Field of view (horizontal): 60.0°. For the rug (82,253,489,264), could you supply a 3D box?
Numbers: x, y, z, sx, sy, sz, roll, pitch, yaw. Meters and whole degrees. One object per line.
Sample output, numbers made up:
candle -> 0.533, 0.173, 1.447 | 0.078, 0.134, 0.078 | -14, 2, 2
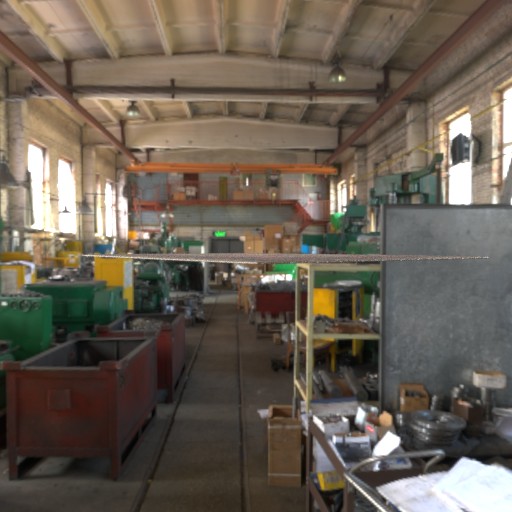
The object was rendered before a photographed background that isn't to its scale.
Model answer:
rug -> 0.000, 0.000, 2.891 | 1.609, 0.013, 2.214 | -1, 1, -36
